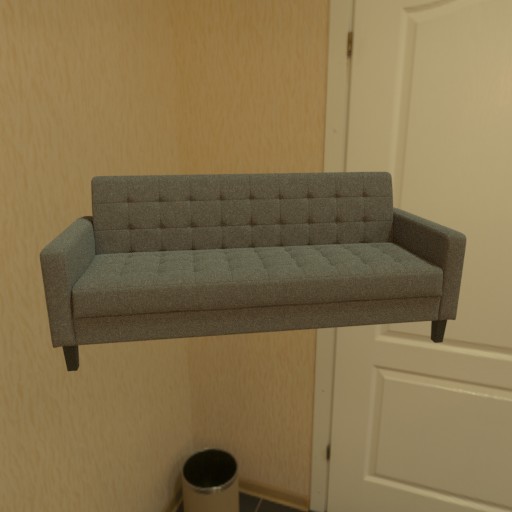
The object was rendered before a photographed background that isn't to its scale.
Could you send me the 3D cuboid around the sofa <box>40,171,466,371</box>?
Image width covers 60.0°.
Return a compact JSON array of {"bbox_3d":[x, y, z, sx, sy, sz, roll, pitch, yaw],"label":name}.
[{"bbox_3d":[0.000,0.000,2.470,2.040,0.850,0.810,-2,16,-8],"label":"sofa"}]
